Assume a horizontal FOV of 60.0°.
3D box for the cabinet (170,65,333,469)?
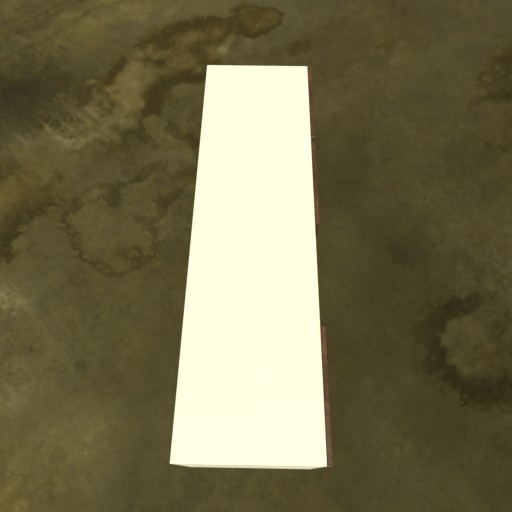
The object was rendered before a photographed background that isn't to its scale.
[{"bbox_3d":[0.000,0.000,1.742,0.431,0.533,1.499,1,63,0],"label":"cabinet"}]
